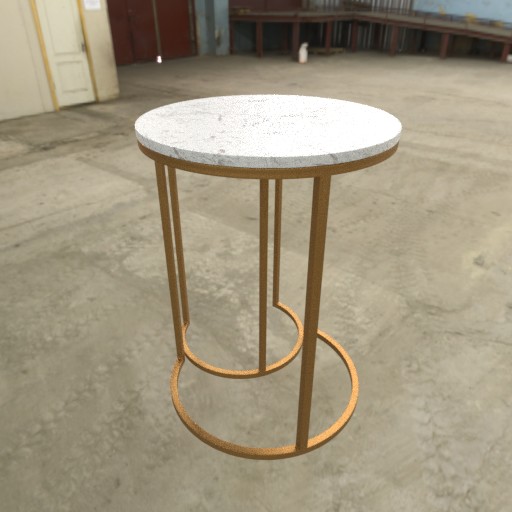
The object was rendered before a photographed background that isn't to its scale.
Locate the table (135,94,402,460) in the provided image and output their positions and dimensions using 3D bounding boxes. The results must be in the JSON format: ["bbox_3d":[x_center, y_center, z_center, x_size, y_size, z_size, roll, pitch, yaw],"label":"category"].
[{"bbox_3d":[0.000,0.000,0.867,0.400,0.550,0.507,-10,31,-17],"label":"table"}]
